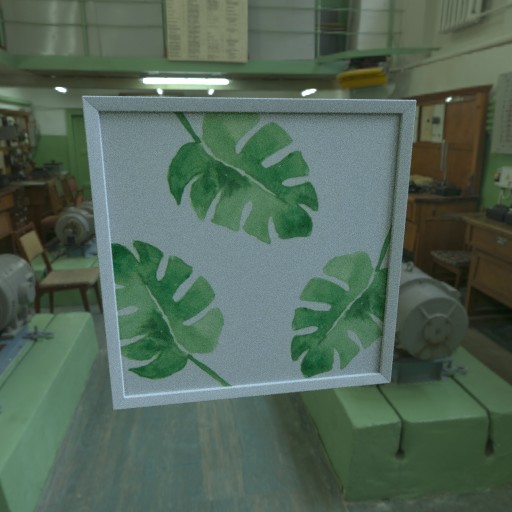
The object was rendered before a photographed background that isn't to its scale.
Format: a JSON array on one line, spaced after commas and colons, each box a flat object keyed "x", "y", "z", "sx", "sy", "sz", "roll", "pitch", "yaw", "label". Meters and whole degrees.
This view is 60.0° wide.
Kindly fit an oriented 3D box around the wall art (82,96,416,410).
[{"x": 0.000, "y": 0.000, "z": 0.457, "sx": 0.305, "sy": 0.305, "sz": 0.038, "roll": -3, "pitch": 16, "yaw": -9, "label": "wall art"}]
